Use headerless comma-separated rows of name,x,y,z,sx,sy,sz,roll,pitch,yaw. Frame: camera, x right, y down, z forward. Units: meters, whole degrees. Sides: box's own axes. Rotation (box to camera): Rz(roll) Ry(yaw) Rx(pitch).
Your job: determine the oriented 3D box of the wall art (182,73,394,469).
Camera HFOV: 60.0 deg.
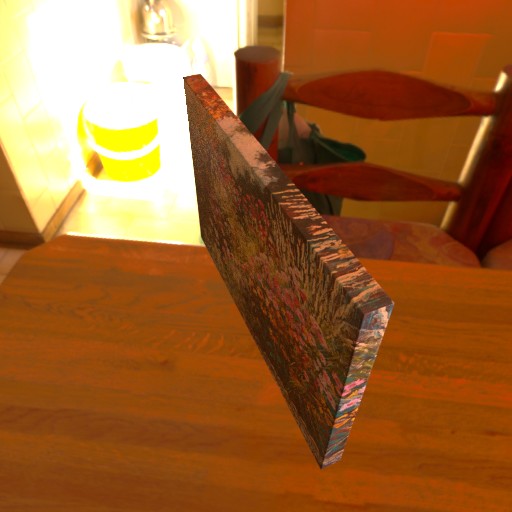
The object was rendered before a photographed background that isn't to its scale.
wall art,0.000,0.000,0.780,0.037,0.406,0.610,-17,47,-16
